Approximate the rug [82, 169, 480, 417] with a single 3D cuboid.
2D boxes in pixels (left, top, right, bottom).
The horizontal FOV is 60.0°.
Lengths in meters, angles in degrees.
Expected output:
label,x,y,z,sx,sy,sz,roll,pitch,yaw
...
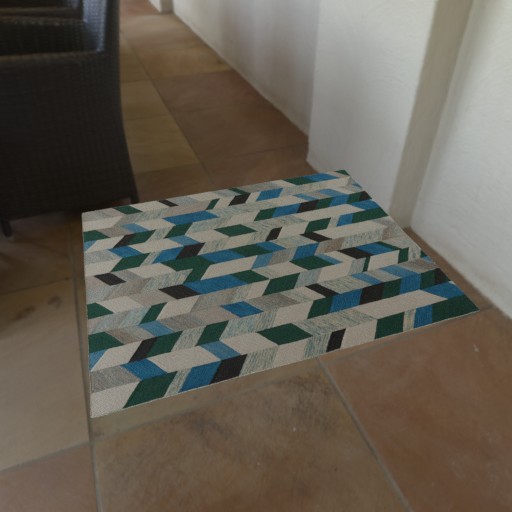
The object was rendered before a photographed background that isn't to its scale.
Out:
label,x,y,z,sx,sy,sz,roll,pitch,yaw
rug,0.000,0.000,4.104,3.036,0.008,2.440,-12,42,-14
